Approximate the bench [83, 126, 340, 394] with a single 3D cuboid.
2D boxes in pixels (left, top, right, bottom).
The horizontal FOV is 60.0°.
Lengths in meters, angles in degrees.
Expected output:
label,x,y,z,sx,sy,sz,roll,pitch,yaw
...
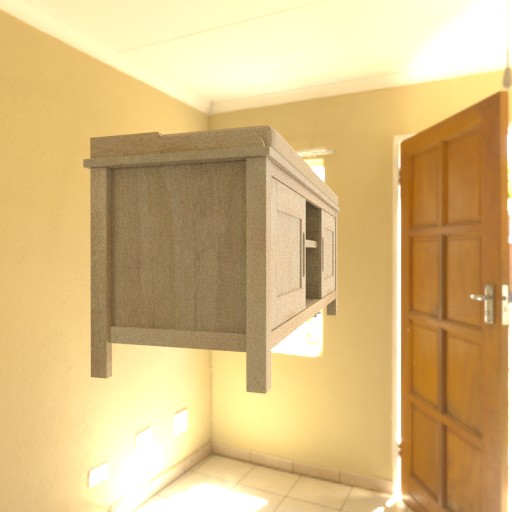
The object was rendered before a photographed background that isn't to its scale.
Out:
label,x,y,z,sx,sy,sz,roll,pitch,yaw
bench,0.000,0.000,1.403,0.398,0.501,1.140,0,0,17
